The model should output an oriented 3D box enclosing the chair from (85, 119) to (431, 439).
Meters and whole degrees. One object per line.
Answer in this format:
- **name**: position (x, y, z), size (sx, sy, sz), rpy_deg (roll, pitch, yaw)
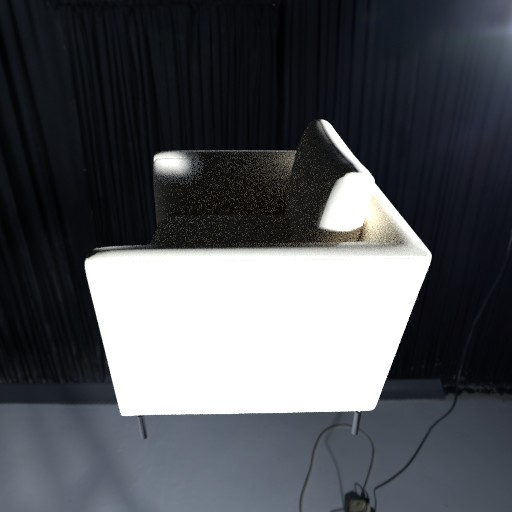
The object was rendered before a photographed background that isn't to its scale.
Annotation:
- **chair**: position (0.000, 0.000, 1.658), size (0.889, 0.865, 1.041), rpy_deg (-1, 28, -1)
